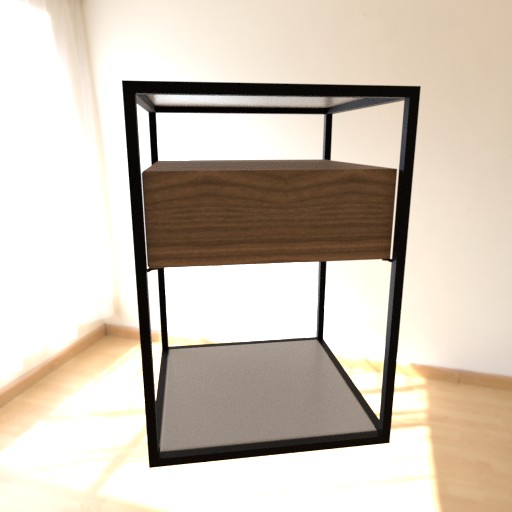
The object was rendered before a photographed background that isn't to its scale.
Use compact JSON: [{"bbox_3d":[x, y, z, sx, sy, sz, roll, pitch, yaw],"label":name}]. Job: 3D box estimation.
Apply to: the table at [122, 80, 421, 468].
[{"bbox_3d":[0.000,0.000,0.799,0.378,0.540,0.378,-2,15,-8],"label":"table"}]
